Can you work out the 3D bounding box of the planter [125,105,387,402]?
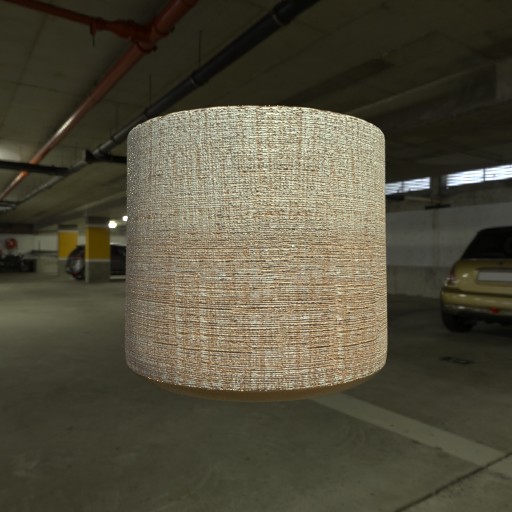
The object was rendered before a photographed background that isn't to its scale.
[{"bbox_3d":[0.000,0.000,0.312,0.177,0.157,0.177,0,0,0],"label":"planter"}]
